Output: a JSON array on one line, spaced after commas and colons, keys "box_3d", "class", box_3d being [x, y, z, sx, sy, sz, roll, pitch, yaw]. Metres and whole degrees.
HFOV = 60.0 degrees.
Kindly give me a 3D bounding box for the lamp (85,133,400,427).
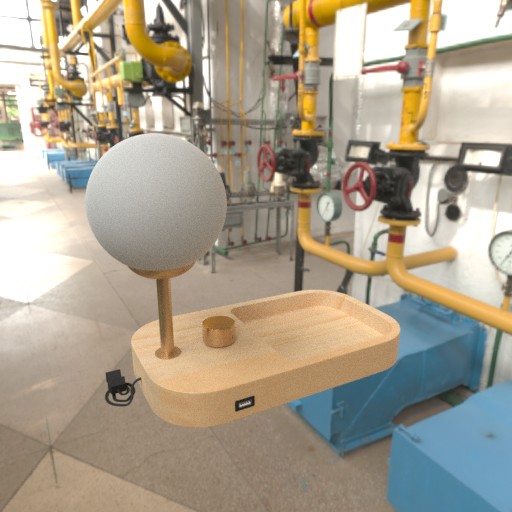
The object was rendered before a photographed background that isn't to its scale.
[{"box_3d": [0.000, 0.000, 0.470, 0.331, 0.253, 0.173, -9, 19, -27], "class": "lamp"}]
